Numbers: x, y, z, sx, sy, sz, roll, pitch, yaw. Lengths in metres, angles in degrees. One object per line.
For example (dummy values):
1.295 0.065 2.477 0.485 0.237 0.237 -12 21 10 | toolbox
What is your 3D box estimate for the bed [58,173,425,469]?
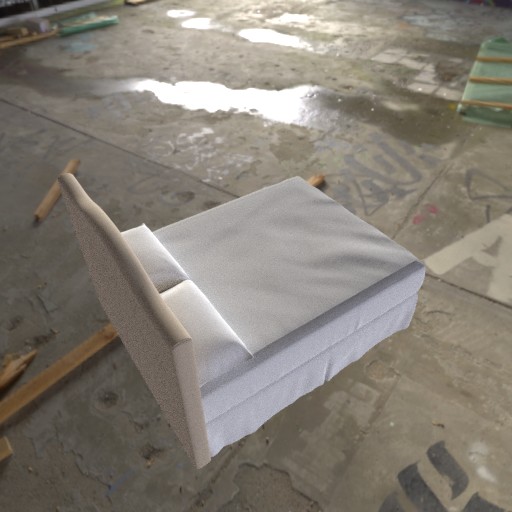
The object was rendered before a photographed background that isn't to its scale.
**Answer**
0.000 0.000 3.372 2.143 1.460 1.753 -25 48 -25 | bed
